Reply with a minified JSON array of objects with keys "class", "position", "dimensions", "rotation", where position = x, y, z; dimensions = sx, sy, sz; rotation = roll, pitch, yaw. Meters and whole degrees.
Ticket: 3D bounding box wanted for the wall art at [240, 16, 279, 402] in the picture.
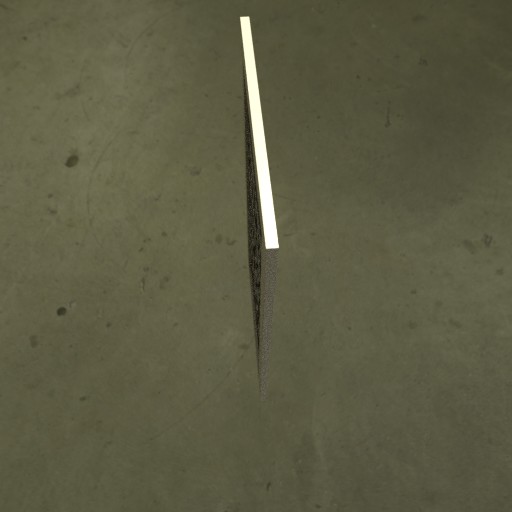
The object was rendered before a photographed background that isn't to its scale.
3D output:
[{"class":"wall art","position":[0.000,0.000,0.821],"dimensions":[0.013,0.683,0.380],"rotation":[-4,60,-2]}]
